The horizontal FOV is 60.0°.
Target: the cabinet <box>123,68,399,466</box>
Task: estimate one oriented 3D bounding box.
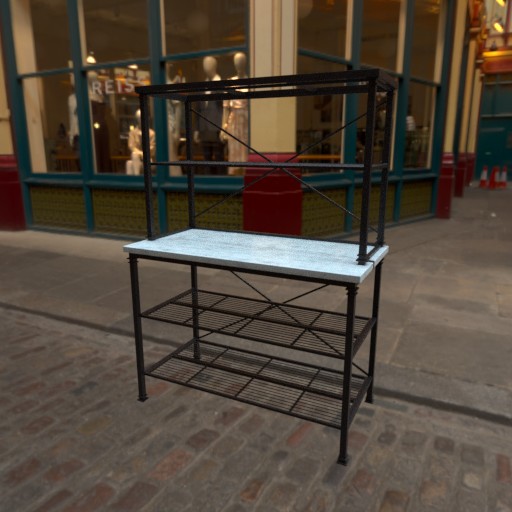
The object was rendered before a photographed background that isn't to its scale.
[{"bbox_3d":[0.000,0.000,2.261,1.210,1.659,0.610,7,15,25],"label":"cabinet"}]
